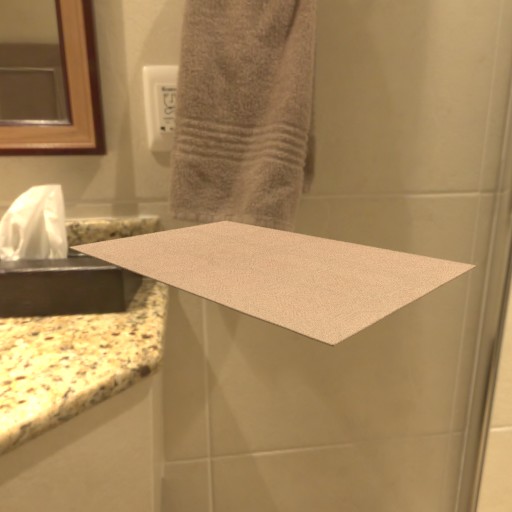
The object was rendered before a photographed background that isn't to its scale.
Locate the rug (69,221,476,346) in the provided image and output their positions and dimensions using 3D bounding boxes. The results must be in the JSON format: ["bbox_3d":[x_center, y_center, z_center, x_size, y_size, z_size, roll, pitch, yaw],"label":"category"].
[{"bbox_3d":[0.000,0.000,2.376,1.839,0.009,1.236,14,20,42],"label":"rug"}]
